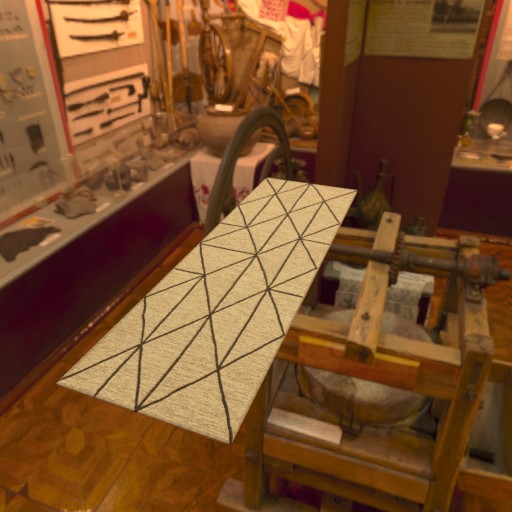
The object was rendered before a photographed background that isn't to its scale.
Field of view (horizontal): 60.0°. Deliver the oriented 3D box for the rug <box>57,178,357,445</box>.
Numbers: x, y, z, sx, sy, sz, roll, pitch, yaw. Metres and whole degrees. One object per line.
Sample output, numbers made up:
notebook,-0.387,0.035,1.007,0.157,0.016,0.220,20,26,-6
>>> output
rug,0.000,0.000,2.623,0.762,0.012,2.438,11,33,18
